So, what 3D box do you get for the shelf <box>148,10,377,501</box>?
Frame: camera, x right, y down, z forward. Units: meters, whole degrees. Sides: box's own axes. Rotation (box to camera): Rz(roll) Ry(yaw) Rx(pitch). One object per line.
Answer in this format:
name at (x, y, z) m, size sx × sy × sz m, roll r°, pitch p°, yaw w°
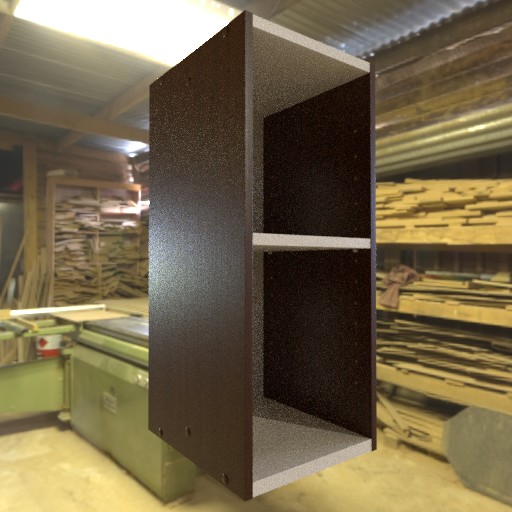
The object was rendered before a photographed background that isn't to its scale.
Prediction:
shelf at (0.000, 0.000, 0.731) m, size 0.253 × 0.600 × 0.290 m, roll 1°, pitch -1°, yaw -37°
